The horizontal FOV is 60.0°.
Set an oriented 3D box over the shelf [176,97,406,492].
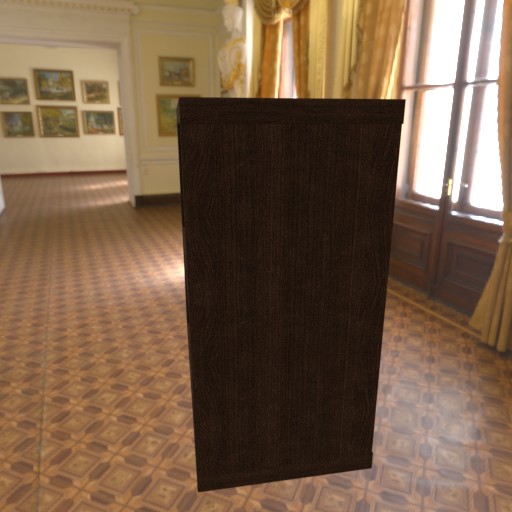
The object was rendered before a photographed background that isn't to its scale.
[{"bbox_3d":[0.000,0.000,1.225,0.390,0.786,0.790,-3,17,-10],"label":"shelf"}]
